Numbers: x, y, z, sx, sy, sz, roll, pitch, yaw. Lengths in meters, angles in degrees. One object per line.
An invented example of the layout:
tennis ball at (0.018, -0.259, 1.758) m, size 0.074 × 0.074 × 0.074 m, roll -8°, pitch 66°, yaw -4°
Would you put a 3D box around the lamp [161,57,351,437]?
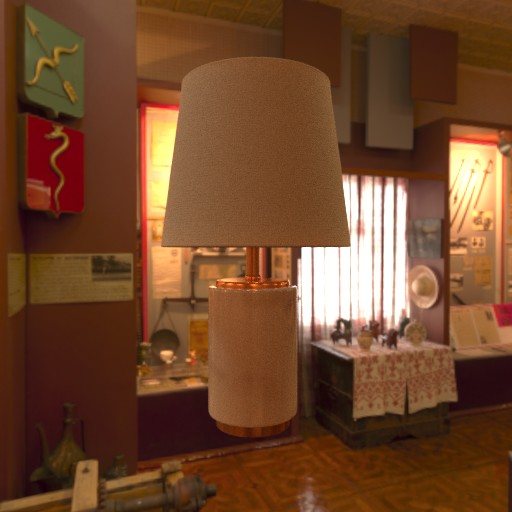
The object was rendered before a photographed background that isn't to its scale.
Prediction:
lamp at (0.000, 0.000, 0.452) m, size 0.189 × 0.340 × 0.189 m, roll 0°, pitch 1°, yaw 0°
